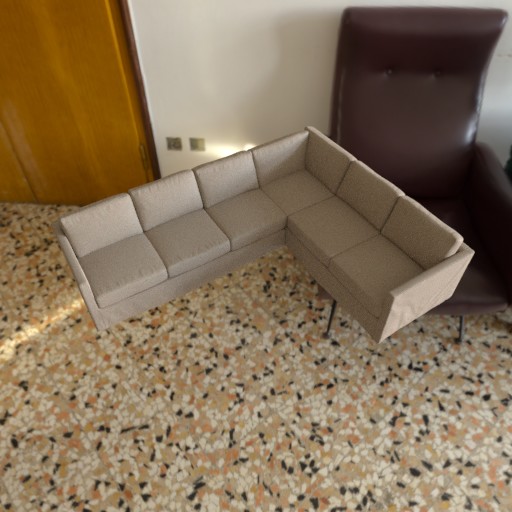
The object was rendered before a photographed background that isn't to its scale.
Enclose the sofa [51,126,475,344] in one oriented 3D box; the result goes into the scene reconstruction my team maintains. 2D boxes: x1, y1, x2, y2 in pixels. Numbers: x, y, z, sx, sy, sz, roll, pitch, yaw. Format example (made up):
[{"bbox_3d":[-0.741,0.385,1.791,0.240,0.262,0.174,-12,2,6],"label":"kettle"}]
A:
[{"bbox_3d":[0.000,0.000,4.312,3.182,0.871,2.432,-24,52,-21],"label":"sofa"}]
